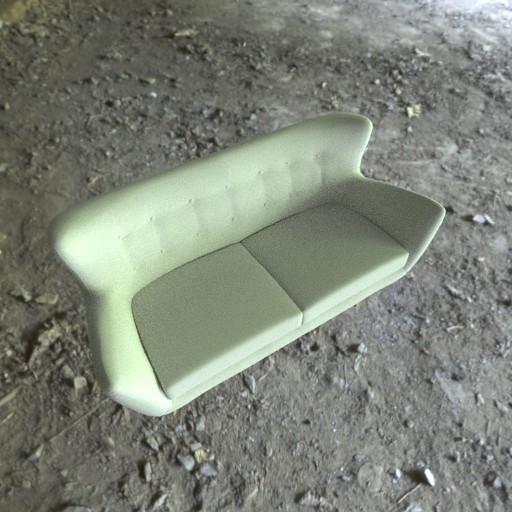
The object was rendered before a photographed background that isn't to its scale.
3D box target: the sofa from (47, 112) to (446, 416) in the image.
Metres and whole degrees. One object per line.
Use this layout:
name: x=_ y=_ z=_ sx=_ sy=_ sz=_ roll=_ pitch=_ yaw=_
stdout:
sofa: x=0.000 y=0.000 z=2.399 sx=1.930 sy=0.890 sz=0.899 roll=-26 pitch=52 yaw=-22
